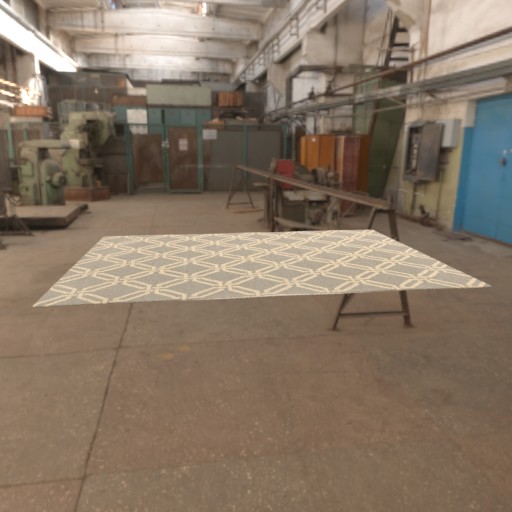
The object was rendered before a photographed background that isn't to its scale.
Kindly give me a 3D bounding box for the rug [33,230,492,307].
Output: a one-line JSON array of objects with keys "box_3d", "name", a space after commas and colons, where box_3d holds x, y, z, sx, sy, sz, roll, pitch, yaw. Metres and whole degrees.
[{"box_3d": [0.000, 0.000, 2.760, 2.133, 0.013, 1.522, -2, 14, -7], "name": "rug"}]
